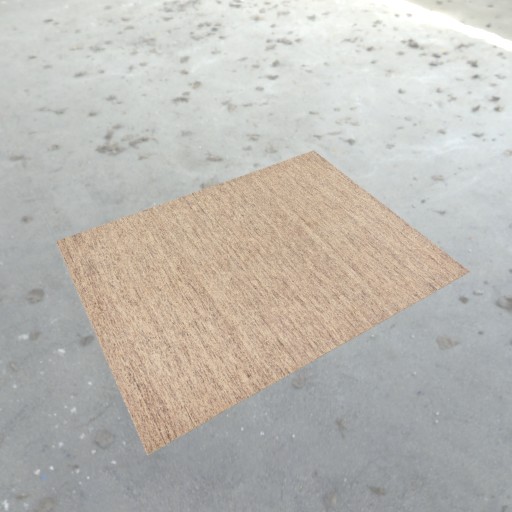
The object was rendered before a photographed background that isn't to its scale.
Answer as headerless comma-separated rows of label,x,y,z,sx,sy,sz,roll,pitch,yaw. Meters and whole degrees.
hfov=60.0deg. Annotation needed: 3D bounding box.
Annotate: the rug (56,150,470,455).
rug,0.000,0.000,4.295,3.205,0.013,2.448,-24,50,-21
